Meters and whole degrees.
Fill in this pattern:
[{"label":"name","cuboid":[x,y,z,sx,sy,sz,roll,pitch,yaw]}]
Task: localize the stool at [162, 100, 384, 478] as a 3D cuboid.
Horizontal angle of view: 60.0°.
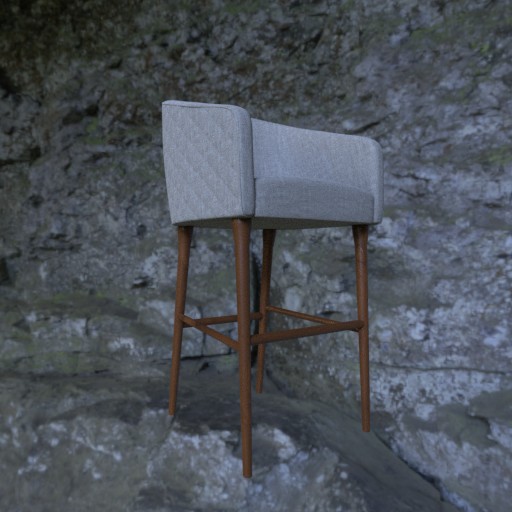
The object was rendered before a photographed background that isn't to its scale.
[{"label":"stool","cuboid":[0.000,0.000,1.433,0.559,1.078,0.607,0,1,-37]}]
